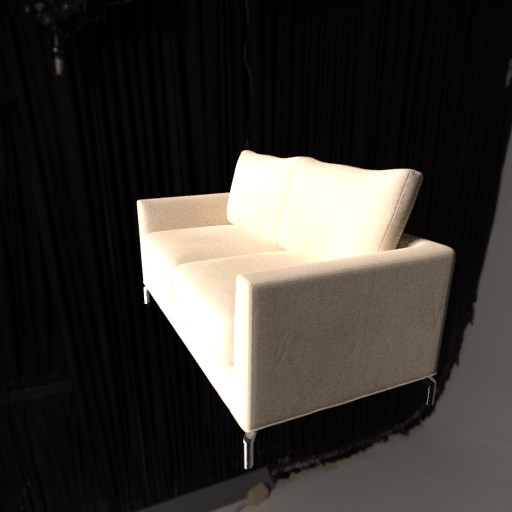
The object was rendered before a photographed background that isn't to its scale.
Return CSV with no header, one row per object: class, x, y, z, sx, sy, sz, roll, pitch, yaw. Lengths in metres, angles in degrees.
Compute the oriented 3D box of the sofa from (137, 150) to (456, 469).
sofa,0.000,0.000,2.317,0.906,0.995,1.739,-8,18,-24
